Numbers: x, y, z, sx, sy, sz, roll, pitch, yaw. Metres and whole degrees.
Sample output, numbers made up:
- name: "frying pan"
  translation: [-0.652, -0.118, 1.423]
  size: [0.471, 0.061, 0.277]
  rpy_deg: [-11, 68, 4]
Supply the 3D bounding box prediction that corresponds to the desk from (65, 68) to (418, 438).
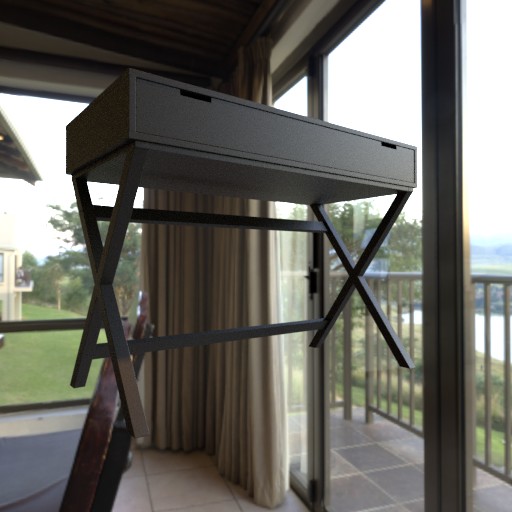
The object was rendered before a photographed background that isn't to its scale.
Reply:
- name: "desk"
  translation: [0.000, 0.000, 1.448]
  size: [1.057, 0.780, 0.504]
  rpy_deg: [0, -1, -37]
